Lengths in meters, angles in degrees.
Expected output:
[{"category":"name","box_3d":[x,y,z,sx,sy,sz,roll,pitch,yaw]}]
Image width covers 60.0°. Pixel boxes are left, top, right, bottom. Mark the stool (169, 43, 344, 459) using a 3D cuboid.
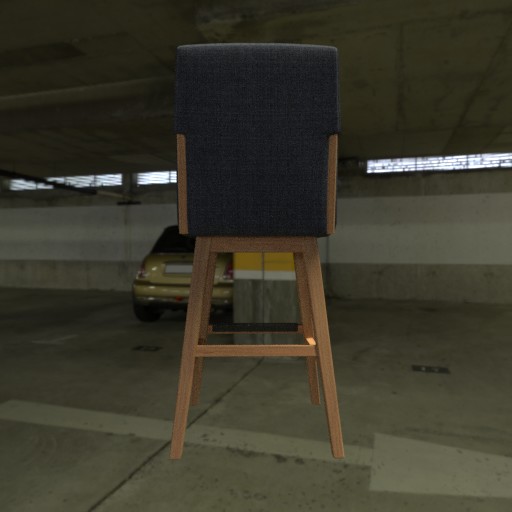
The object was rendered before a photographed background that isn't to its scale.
[{"category":"stool","box_3d":[0.000,0.000,1.412,0.483,1.112,0.570,0,1,-1]}]
